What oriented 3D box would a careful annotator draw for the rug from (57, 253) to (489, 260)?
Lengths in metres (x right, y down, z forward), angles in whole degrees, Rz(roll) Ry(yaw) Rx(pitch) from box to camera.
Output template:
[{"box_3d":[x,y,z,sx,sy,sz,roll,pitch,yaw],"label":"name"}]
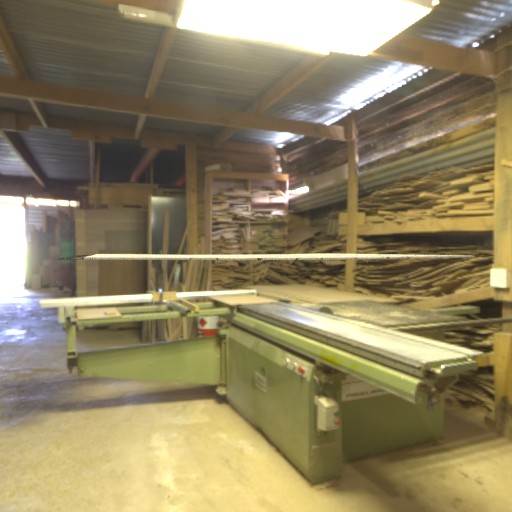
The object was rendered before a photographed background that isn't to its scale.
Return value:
[{"box_3d":[0.000,0.000,4.211,3.221,0.026,2.342,0,1,-18],"label":"rug"}]
